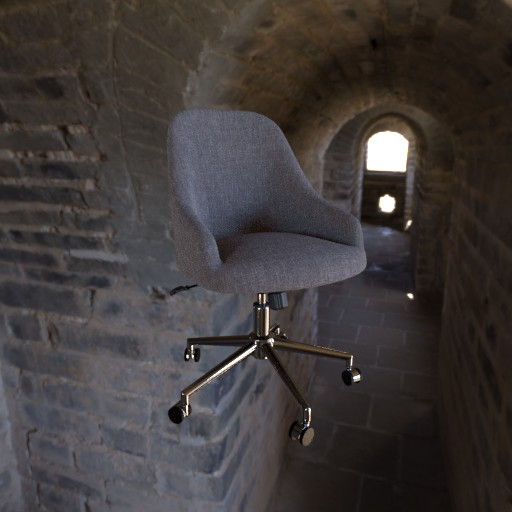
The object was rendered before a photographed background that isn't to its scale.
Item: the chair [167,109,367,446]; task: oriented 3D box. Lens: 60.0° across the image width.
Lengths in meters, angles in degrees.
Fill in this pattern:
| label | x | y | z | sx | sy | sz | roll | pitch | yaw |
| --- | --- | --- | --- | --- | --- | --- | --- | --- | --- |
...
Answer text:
| label | x | y | z | sx | sy | sz | roll | pitch | yaw |
| --- | --- | --- | --- | --- | --- | --- | --- | --- | --- |
| chair | 0.000 | 0.000 | 1.449 | 0.671 | 0.950 | 0.712 | -8 | 16 | -27 |
